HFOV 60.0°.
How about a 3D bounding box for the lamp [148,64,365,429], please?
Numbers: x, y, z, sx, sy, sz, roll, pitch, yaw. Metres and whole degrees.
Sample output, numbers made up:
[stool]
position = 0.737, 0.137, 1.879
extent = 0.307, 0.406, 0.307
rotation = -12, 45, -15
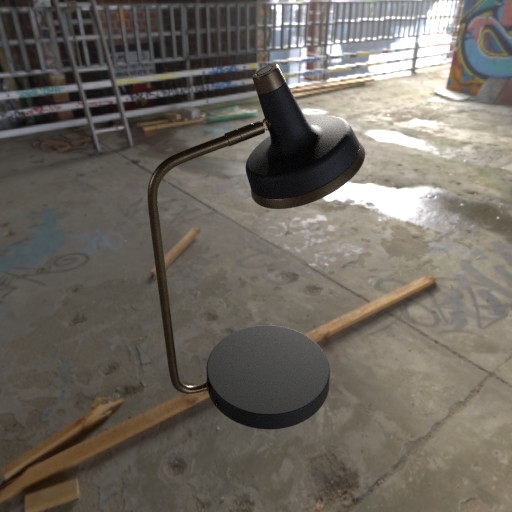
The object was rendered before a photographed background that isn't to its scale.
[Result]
[lamp]
position = 0.000, 0.000, 0.483
extent = 0.218, 0.385, 0.162
rotation = -10, 33, -16
